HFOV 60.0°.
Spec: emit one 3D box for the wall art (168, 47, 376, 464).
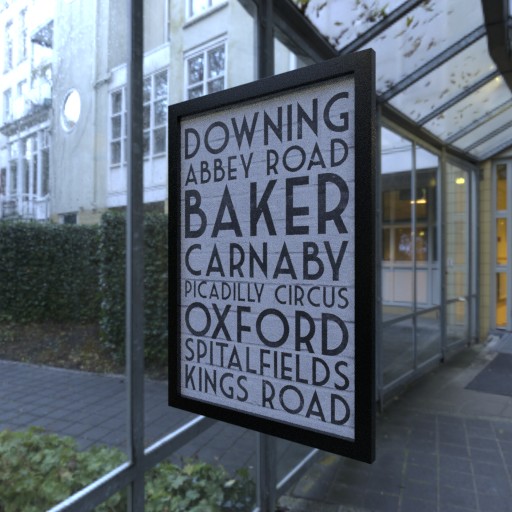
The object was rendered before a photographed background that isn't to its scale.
[{"bbox_3d":[0.000,0.000,0.840,0.462,0.656,0.019,0,0,36],"label":"wall art"}]
